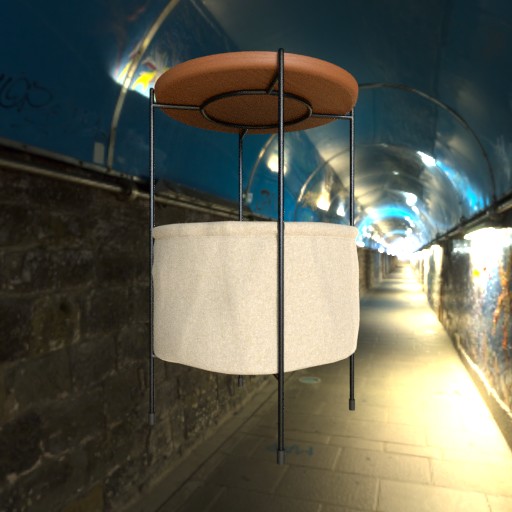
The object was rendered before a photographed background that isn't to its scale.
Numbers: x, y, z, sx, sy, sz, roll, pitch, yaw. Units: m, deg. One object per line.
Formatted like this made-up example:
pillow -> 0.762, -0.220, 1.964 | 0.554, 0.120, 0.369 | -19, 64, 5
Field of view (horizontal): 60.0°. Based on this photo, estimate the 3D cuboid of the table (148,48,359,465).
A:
table -> 0.000, 0.000, 0.861 | 0.393, 0.623, 0.393 | 0, 0, 34
